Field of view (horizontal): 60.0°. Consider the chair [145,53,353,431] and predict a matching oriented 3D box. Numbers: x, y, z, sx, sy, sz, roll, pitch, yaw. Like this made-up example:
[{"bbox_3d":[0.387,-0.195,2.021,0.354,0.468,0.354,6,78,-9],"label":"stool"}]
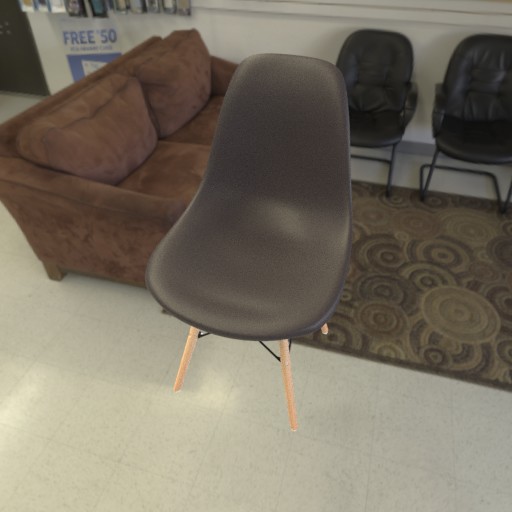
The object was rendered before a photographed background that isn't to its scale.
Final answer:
[{"bbox_3d":[0.000,0.000,1.128,0.470,0.825,0.533,13,42,15],"label":"chair"}]
